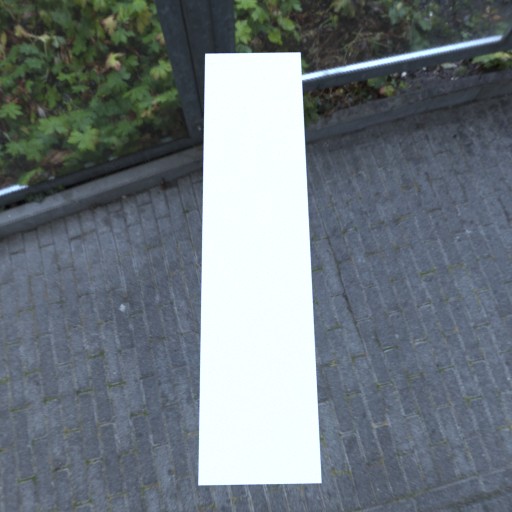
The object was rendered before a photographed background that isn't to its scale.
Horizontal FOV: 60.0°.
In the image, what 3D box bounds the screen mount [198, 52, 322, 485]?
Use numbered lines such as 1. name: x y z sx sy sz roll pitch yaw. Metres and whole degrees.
1. screen mount: 0.000 0.000 1.855 0.399 0.432 1.644 -1 75 0
